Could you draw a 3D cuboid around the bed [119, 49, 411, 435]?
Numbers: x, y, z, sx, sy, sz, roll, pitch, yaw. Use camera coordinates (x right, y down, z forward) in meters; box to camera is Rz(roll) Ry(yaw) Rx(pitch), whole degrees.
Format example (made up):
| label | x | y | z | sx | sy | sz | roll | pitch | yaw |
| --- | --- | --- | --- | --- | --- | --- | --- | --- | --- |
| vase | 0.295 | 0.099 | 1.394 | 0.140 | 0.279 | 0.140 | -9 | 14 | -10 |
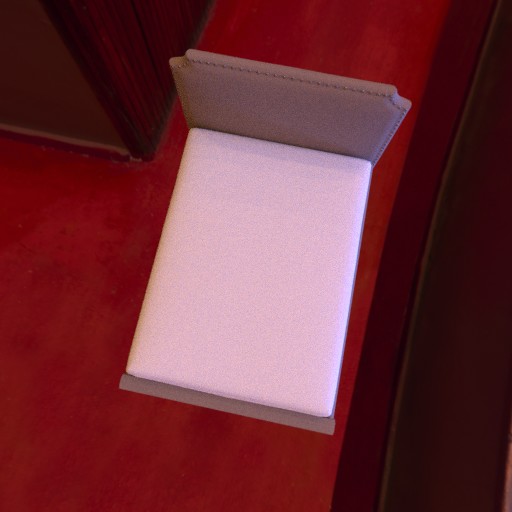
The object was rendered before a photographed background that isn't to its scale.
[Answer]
| label | x | y | z | sx | sy | sz | roll | pitch | yaw |
| --- | --- | --- | --- | --- | --- | --- | --- | --- | --- |
| bed | 0.000 | 0.000 | 3.395 | 1.713 | 1.443 | 2.372 | 11 | 77 | 3 |
